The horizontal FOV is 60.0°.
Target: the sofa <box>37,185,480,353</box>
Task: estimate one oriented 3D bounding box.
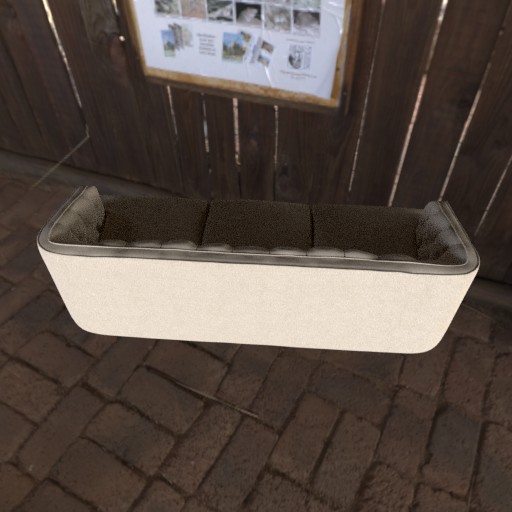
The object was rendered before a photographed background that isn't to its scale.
[{"bbox_3d":[0.000,0.000,2.662,2.235,0.788,0.913,3,45,3],"label":"sofa"}]
